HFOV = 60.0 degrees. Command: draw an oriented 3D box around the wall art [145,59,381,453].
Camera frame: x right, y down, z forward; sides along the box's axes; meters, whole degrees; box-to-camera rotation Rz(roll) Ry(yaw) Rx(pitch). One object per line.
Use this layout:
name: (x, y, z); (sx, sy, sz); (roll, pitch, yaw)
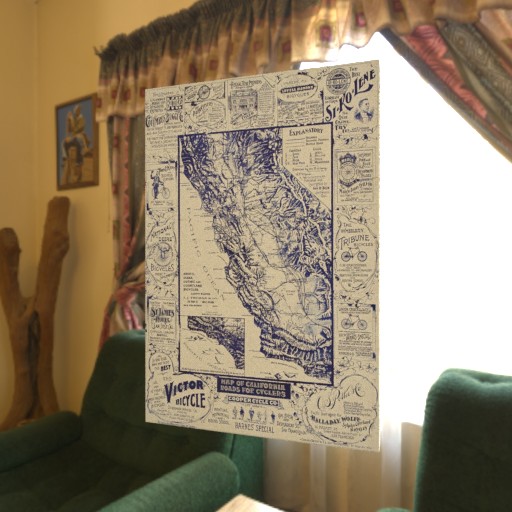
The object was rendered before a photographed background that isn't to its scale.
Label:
wall art: (0.000, 0.000, 0.756); (0.408, 0.601, 0.040); (0, 0, 18)
